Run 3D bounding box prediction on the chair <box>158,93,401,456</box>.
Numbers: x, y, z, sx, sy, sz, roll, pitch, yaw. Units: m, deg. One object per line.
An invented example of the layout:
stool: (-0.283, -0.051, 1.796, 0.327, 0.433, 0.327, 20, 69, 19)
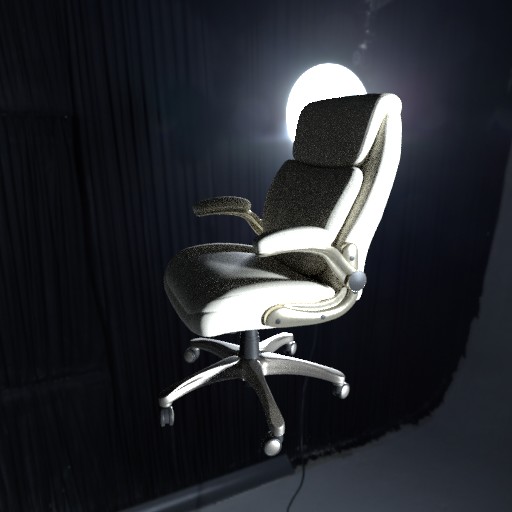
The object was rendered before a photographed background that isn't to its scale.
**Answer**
chair: (0.000, 0.000, 1.606, 0.794, 1.110, 0.740, -7, 17, -25)
